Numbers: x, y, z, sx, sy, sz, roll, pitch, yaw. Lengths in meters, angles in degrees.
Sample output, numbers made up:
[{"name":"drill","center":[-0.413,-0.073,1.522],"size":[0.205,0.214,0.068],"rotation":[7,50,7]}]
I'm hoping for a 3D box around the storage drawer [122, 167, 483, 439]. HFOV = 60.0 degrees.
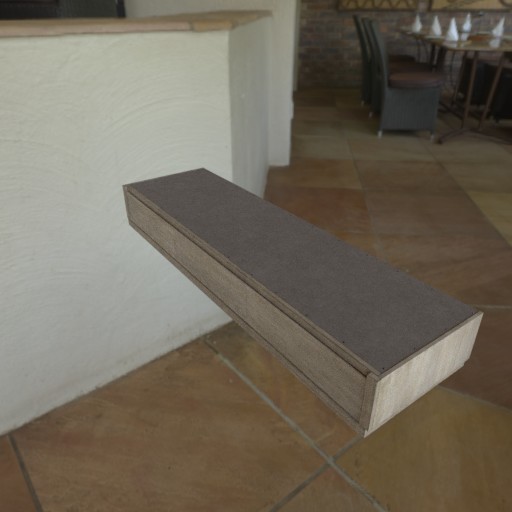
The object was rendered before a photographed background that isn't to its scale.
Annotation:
[{"name":"storage drawer","center":[0.000,0.000,2.295],"size":[0.591,0.274,2.072],"rotation":[-20,35,-31]}]
